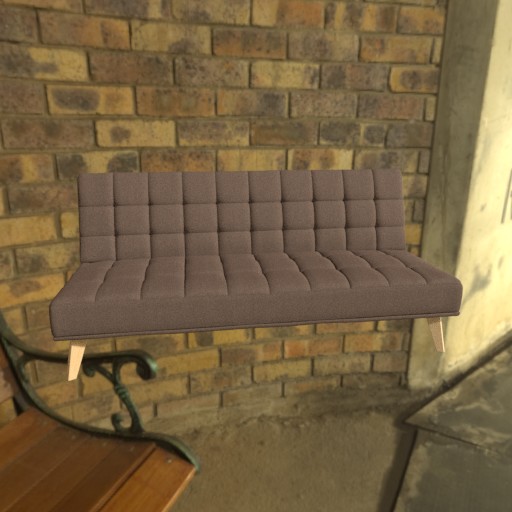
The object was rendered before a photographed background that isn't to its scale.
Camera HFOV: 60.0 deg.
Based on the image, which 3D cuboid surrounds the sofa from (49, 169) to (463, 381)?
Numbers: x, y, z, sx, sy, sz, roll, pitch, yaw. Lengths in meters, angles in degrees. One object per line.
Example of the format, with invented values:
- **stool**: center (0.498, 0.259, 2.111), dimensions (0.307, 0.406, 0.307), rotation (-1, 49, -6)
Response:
- **sofa**: center (0.000, 0.000, 2.258), dimensions (1.800, 0.810, 0.860), rotation (-2, 16, -8)
